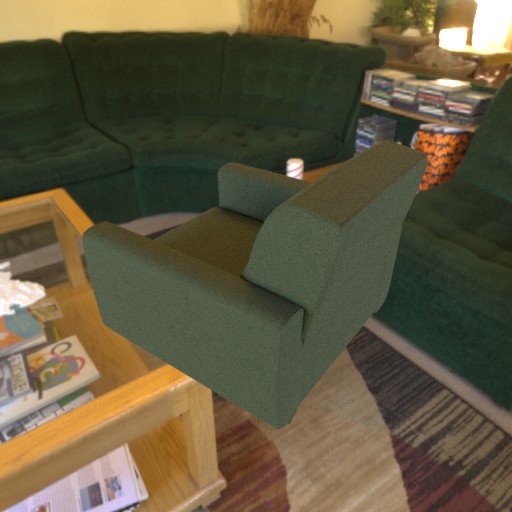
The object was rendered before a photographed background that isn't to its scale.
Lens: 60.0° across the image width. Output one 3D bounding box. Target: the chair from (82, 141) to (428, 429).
[{"bbox_3d":[0.000,0.000,1.606,0.909,0.841,0.831,22,39,30],"label":"chair"}]
